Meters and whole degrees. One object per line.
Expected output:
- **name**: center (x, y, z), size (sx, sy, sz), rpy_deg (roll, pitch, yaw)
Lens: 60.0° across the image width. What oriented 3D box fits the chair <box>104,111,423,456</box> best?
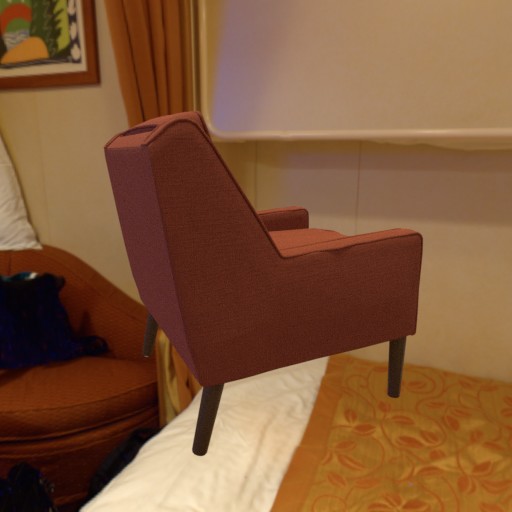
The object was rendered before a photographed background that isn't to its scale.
- **chair**: center (0.000, 0.000, 1.367), size (0.770, 0.812, 0.680), rpy_deg (-6, 14, -25)
